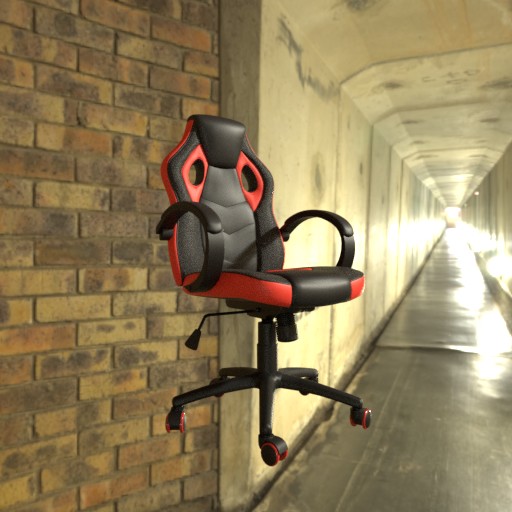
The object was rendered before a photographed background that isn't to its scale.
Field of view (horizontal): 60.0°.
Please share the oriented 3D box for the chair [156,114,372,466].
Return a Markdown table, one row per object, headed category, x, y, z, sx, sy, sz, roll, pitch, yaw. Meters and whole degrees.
| category | x | y | z | sx | sy | sz | roll | pitch | yaw |
| --- | --- | --- | --- | --- | --- | --- | --- | --- | --- |
| chair | 0.000 | 0.000 | 1.408 | 0.600 | 1.016 | 0.642 | -1 | 1 | -34 |
